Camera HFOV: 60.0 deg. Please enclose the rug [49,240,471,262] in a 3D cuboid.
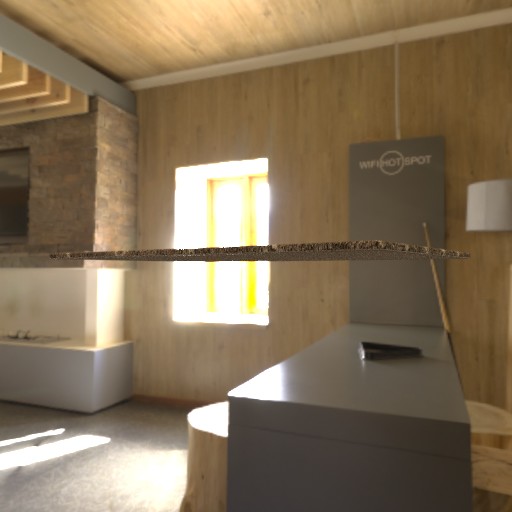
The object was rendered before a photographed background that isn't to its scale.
[{"bbox_3d":[0.000,0.000,2.255,1.778,0.030,1.219,-1,-2,36],"label":"rug"}]
